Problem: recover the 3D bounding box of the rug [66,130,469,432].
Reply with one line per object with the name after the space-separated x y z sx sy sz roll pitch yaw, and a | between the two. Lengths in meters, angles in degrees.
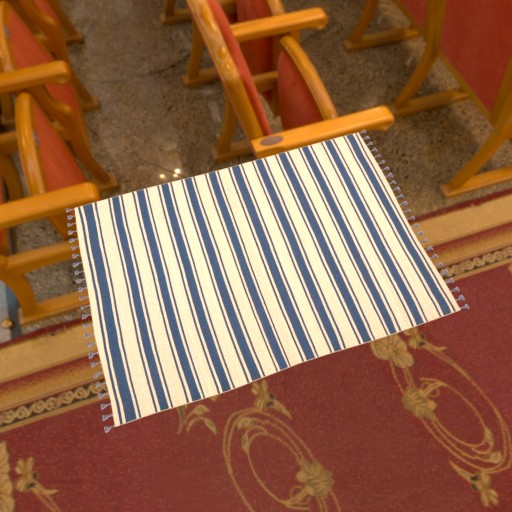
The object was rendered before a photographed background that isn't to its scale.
0.000 0.000 2.930 2.315 0.010 1.544 -17 64 -8 | rug
